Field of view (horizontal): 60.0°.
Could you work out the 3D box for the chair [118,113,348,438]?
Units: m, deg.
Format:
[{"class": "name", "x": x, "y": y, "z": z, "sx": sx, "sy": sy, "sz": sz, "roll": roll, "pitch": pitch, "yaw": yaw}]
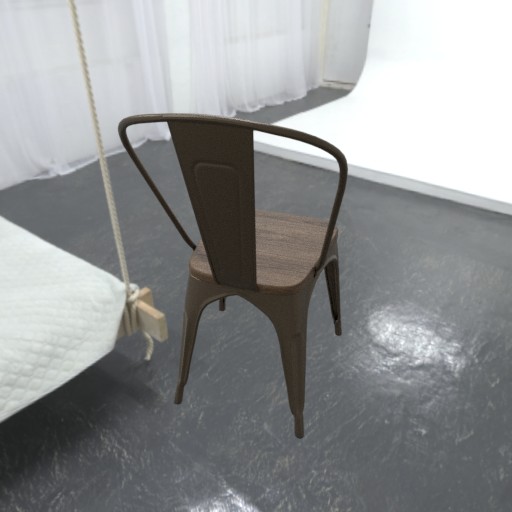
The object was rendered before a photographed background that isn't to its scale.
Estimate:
[{"class": "chair", "x": 0.000, "y": 0.000, "z": 1.146, "sx": 0.451, "sy": 0.844, "sz": 0.532, "roll": 10, "pitch": 33, "yaw": 15}]
